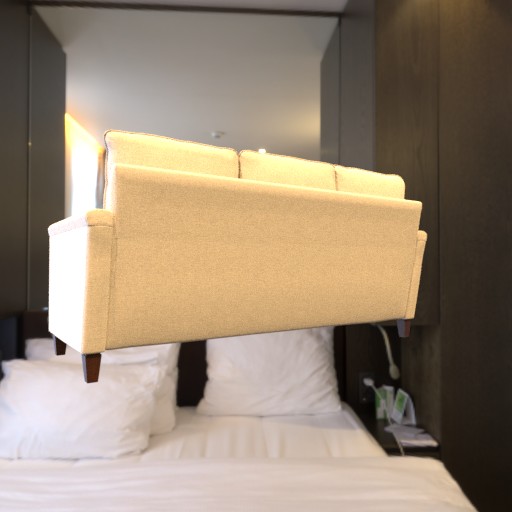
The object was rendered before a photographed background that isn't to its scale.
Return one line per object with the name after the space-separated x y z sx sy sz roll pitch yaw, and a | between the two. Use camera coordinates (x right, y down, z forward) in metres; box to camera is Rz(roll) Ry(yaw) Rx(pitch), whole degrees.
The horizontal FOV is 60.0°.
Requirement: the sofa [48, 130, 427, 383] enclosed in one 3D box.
0.000 0.000 2.368 1.925 0.961 0.828 1 -1 -34 | sofa
